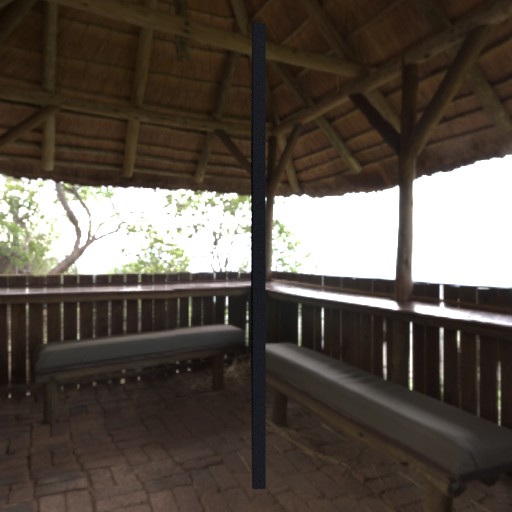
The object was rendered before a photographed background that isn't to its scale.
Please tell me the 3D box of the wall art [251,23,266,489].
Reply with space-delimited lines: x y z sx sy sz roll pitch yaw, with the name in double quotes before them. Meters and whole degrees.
"wall art" 0.000 0.000 0.499 0.010 0.361 0.311 0 0 -1
